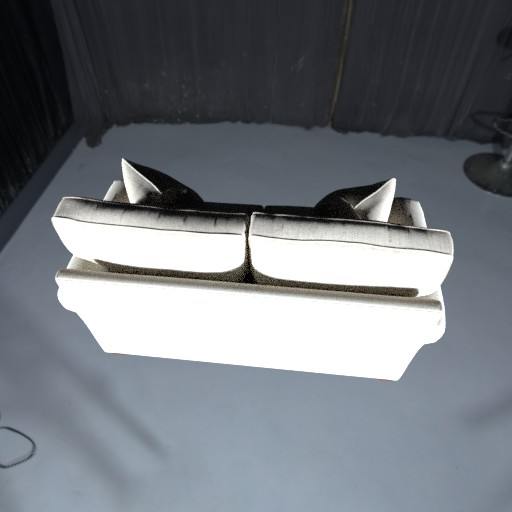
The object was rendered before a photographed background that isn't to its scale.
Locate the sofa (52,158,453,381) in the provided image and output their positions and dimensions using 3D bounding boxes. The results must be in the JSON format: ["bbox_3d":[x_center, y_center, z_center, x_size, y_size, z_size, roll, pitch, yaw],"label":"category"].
[{"bbox_3d":[0.000,0.000,2.252,1.701,0.966,0.966,5,47,4],"label":"sofa"}]
